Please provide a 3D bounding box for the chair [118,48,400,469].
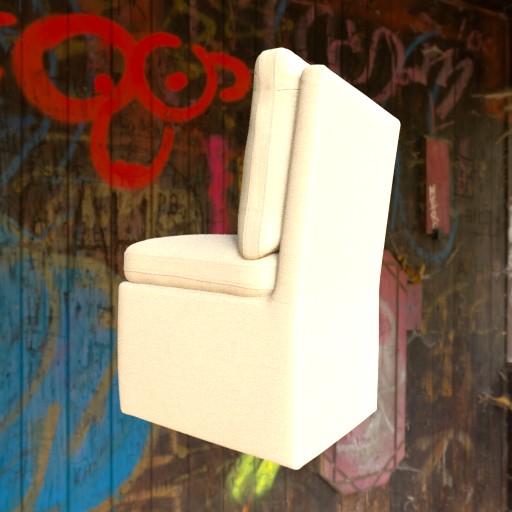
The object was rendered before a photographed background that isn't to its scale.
[{"bbox_3d":[0.000,0.000,1.295,0.698,0.927,0.503,0,0,36],"label":"chair"}]
